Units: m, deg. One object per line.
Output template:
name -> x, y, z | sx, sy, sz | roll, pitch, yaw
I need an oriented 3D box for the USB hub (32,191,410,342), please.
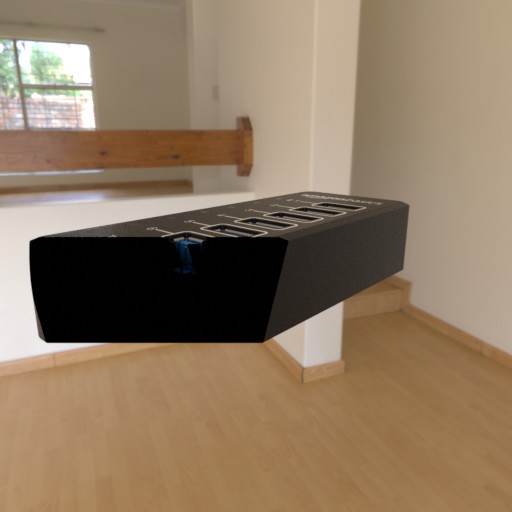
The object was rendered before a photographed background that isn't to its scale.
USB hub -> 0.000, 0.000, 0.127 | 0.044, 0.023, 0.110 | 14, 21, 40
